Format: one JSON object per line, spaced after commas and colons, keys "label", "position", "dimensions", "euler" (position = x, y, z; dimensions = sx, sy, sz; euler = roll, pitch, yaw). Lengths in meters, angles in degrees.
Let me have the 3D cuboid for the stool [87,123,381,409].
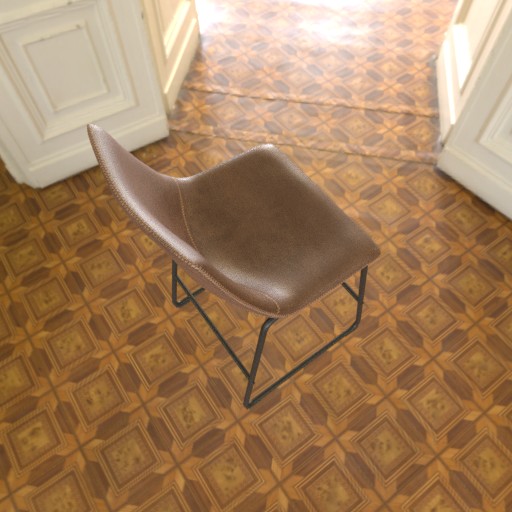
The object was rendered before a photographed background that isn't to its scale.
{"label": "stool", "position": [0.000, 0.000, 1.174], "dimensions": [0.550, 0.890, 0.460], "euler": [-32, 64, -18]}
